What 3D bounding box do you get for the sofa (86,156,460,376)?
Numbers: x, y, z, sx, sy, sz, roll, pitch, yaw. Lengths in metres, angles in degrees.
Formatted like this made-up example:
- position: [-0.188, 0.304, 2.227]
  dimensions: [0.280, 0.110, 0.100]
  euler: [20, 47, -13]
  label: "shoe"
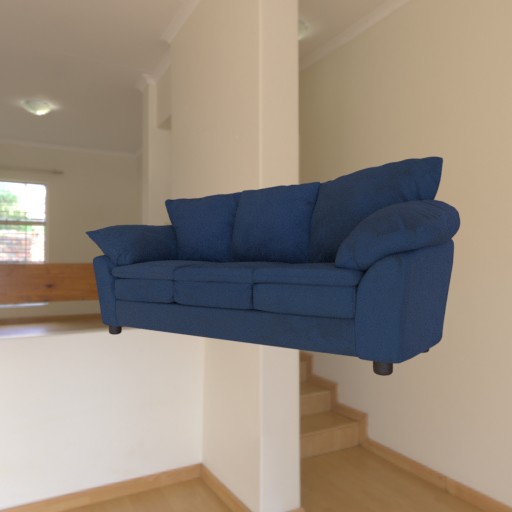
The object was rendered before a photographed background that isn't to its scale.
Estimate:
- position: [0.000, 0.000, 2.820]
  dimensions: [2.390, 1.091, 0.907]
  euler: [-1, -1, 36]
  label: "sofa"
